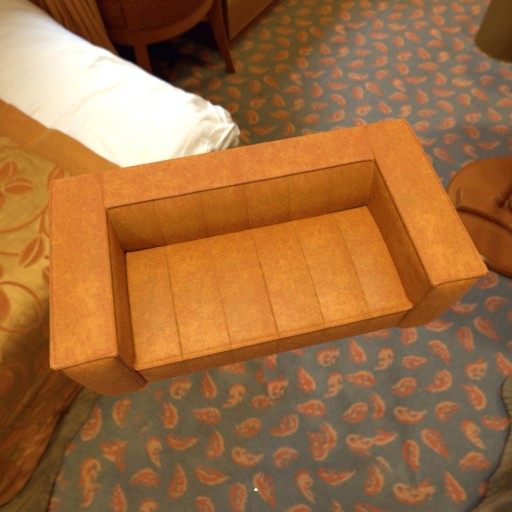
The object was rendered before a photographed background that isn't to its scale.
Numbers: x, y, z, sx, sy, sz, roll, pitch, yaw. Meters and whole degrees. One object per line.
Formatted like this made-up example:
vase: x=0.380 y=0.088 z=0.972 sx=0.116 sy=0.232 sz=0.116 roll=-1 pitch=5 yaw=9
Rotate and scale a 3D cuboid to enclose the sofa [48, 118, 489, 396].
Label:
sofa: x=0.000 y=0.000 z=2.535 sx=2.088 sy=0.703 sz=1.102 roll=-12 pitch=63 yaw=-6
